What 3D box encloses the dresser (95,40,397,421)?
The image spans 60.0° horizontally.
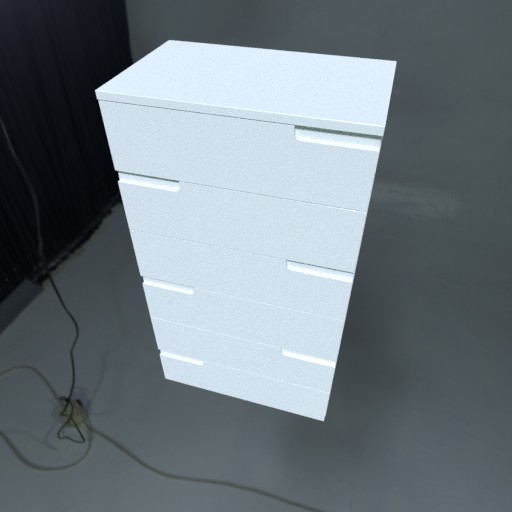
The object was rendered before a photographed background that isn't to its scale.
[{"bbox_3d":[0.000,0.000,1.483,0.650,1.190,0.400,11,43,12],"label":"dresser"}]
